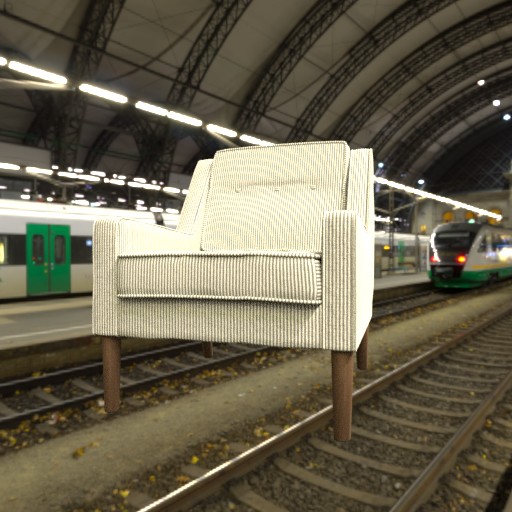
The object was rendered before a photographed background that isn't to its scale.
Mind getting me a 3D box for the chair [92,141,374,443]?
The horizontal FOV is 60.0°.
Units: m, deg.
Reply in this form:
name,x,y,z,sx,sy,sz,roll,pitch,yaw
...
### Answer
name,x,y,z,sx,sy,sz,roll,pitch,yaw
chair,0.000,0.000,1.337,0.663,0.792,0.743,0,0,17
